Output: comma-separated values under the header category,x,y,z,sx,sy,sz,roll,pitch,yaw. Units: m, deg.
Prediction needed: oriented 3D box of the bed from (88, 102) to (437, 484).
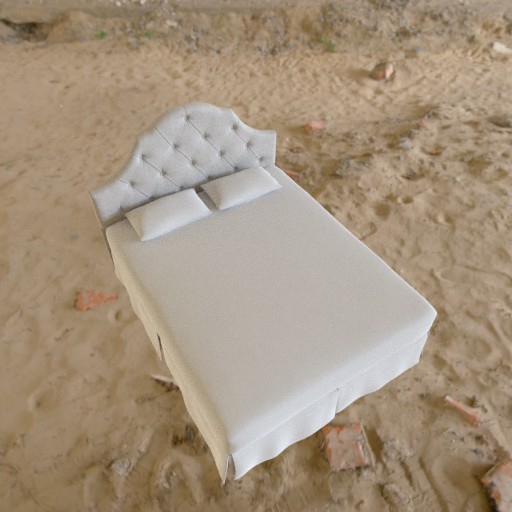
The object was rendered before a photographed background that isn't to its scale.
category,x,y,z,sx,sy,sz,roll,pitch,yaw
bed,0.000,0.000,3.720,2.039,1.617,2.477,-24,51,-21
